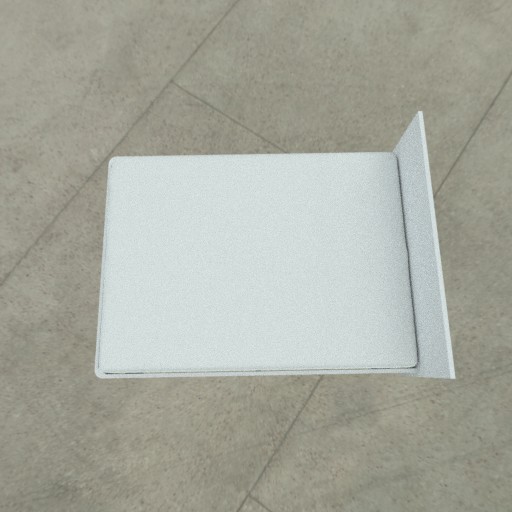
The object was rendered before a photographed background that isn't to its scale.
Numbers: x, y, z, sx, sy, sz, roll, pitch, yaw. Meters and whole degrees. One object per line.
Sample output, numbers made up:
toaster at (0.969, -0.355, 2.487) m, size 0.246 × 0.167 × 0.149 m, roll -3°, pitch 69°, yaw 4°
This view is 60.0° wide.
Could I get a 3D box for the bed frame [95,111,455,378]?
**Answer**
bed frame at (0.000, 0.000, 2.762) m, size 1.950 × 0.800 × 1.490 m, roll -1°, pitch 76°, yaw 0°
